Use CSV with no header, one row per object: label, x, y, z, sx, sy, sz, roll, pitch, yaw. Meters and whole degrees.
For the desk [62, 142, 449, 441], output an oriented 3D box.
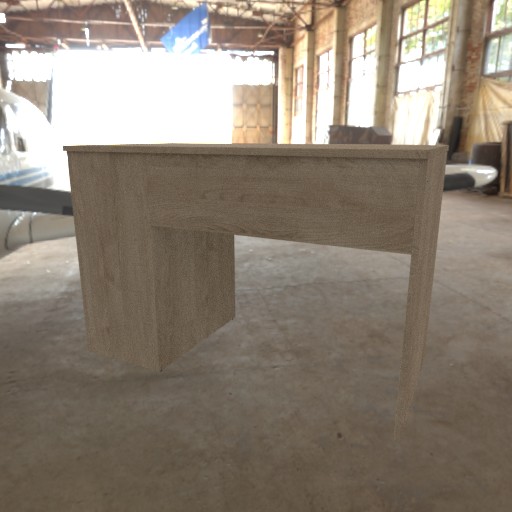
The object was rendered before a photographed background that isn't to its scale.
desk,0.000,0.000,1.503,1.096,0.730,0.560,8,17,26
